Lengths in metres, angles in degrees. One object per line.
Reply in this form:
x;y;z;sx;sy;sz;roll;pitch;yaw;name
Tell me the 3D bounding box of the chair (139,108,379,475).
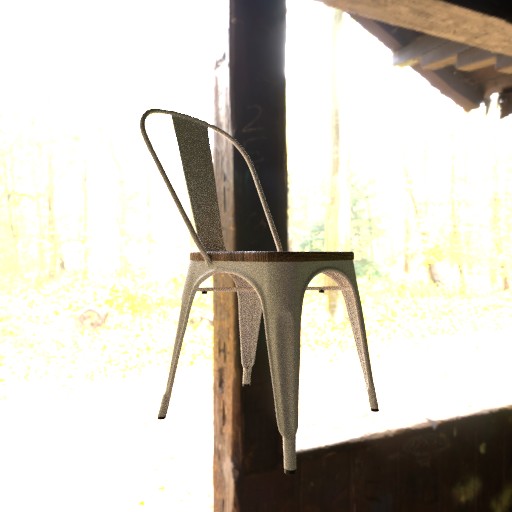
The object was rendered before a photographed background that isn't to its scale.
0.000;0.000;1.196;0.521;0.851;0.452;0;1;37;chair
